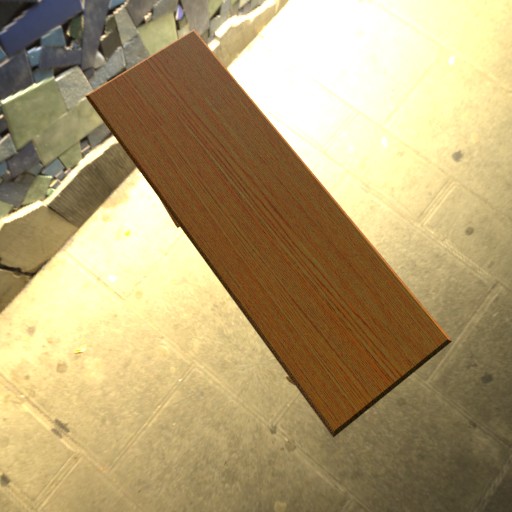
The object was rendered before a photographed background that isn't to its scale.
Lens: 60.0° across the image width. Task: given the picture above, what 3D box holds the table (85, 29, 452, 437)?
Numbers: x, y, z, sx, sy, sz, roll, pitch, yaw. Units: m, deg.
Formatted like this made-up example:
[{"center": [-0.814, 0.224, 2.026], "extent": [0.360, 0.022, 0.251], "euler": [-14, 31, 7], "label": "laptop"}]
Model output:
[{"center": [0.000, 0.000, 1.134], "extent": [0.254, 0.711, 0.762], "euler": [-36, 79, -8], "label": "table"}]
